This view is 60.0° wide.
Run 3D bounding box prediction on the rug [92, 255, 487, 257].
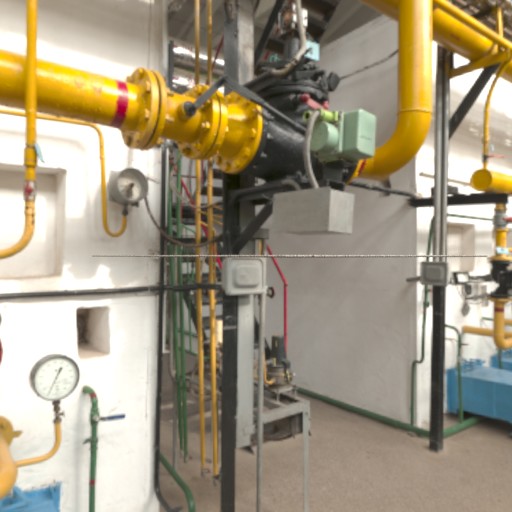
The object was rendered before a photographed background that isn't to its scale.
[{"bbox_3d":[0.000,0.000,3.091,1.549,0.010,2.464,0,0,-37],"label":"rug"}]
